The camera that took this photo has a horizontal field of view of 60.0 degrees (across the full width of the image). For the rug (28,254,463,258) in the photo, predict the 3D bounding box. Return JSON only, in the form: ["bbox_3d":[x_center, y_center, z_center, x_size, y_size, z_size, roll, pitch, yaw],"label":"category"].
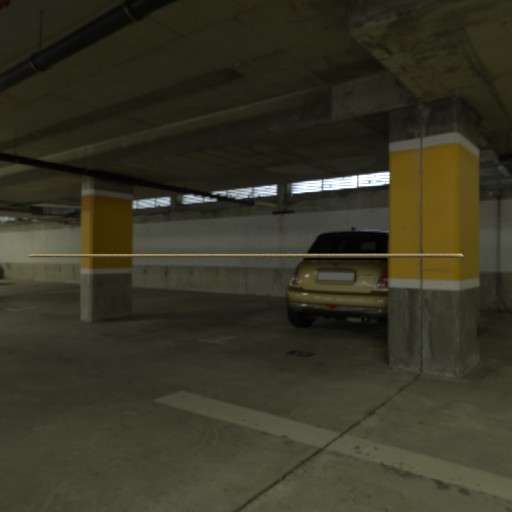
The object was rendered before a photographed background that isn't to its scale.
[{"bbox_3d":[0.000,0.000,2.089,1.667,0.013,1.062,0,0,19],"label":"rug"}]
